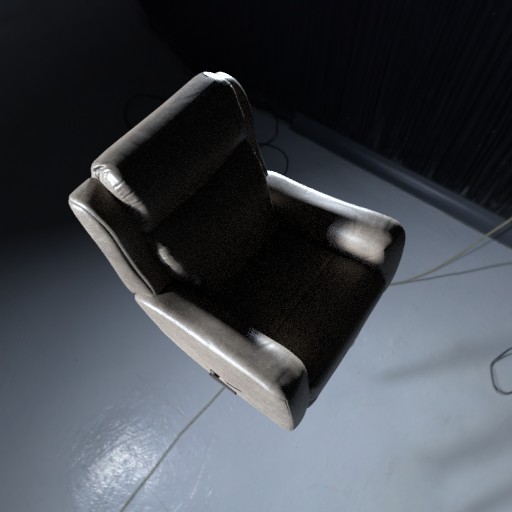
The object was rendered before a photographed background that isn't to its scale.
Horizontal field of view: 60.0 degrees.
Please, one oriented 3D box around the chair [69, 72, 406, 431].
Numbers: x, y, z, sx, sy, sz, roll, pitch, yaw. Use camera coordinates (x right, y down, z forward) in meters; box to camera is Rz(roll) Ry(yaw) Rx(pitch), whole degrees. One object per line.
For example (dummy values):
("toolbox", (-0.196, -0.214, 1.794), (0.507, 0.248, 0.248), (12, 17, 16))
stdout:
("chair", (0.000, 0.000, 1.940), (1.068, 1.116, 0.967), (32, 64, 18))
